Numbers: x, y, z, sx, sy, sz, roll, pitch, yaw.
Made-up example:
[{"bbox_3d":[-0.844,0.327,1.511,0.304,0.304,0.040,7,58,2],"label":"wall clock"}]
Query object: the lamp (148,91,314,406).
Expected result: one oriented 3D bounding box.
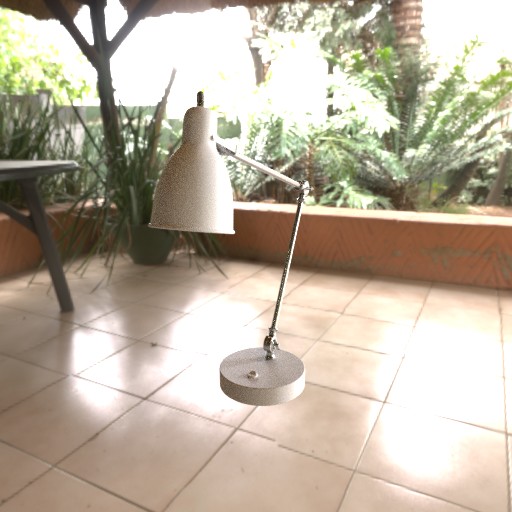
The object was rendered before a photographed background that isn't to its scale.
[{"bbox_3d":[0.000,0.000,0.880,0.187,0.587,0.561,7,16,26],"label":"lamp"}]
